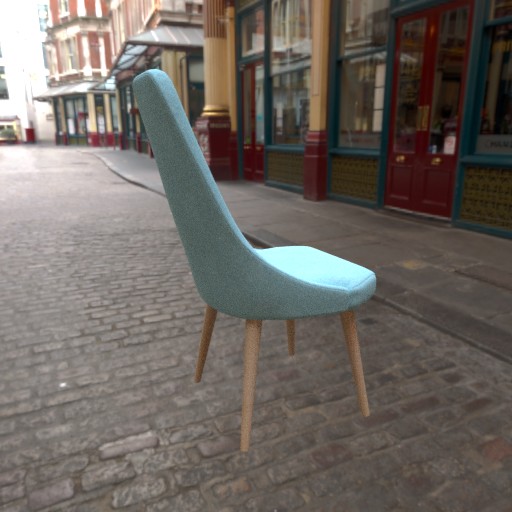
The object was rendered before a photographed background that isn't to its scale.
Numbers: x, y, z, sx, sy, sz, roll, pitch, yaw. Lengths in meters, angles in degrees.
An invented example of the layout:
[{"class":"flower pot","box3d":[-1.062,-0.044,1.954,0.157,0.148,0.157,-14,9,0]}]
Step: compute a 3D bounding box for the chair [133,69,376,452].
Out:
[{"class":"chair","box3d":[0.000,0.000,1.396,0.660,1.040,0.510,-7,17,-26]}]
